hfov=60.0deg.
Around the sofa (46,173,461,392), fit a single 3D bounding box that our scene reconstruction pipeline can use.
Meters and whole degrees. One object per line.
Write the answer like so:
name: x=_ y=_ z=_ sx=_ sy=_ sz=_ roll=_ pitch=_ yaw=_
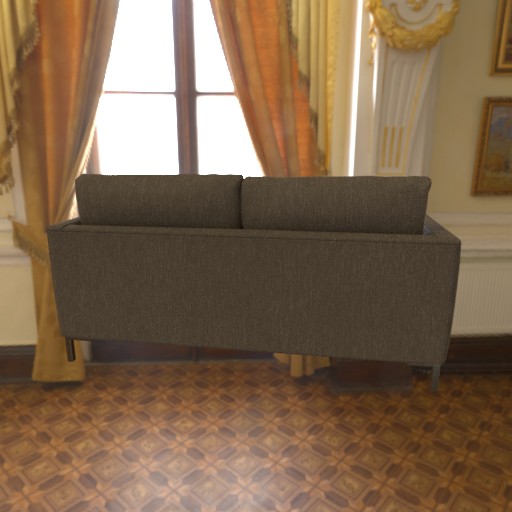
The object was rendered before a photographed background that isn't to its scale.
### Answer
sofa: x=0.000 y=0.000 z=2.189 sx=1.682 sy=0.840 sz=0.875 roll=2 pitch=15 yaw=9
